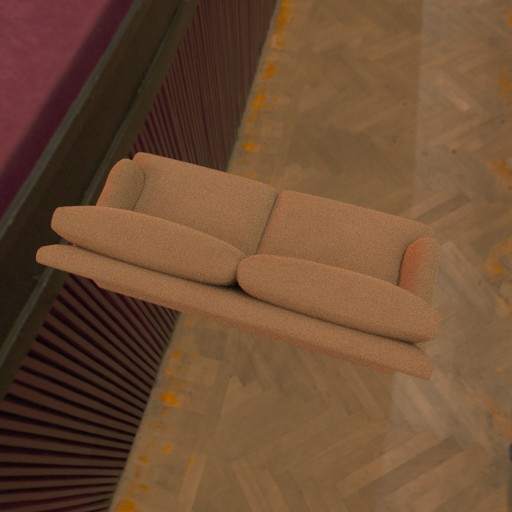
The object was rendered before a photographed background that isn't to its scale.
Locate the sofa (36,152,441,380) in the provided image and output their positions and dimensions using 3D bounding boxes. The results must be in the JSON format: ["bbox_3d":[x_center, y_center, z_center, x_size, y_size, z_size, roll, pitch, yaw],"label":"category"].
[{"bbox_3d":[0.000,0.000,2.688,2.070,0.997,1.091,16,65,7],"label":"sofa"}]
